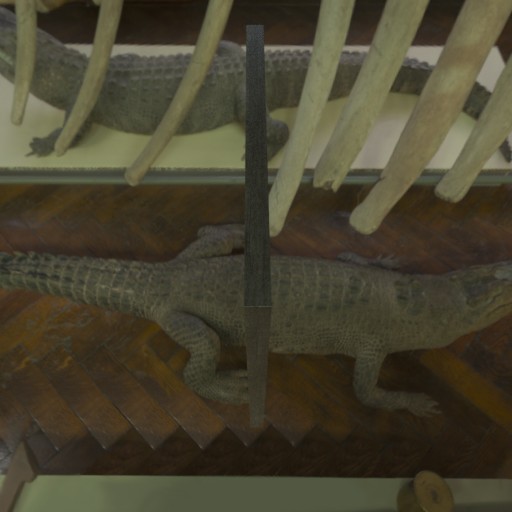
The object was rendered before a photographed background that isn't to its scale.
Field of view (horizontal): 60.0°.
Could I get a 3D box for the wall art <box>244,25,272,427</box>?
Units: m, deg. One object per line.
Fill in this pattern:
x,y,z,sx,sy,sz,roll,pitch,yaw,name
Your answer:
0.000,0.000,0.804,0.027,0.580,0.479,0,58,0,wall art
